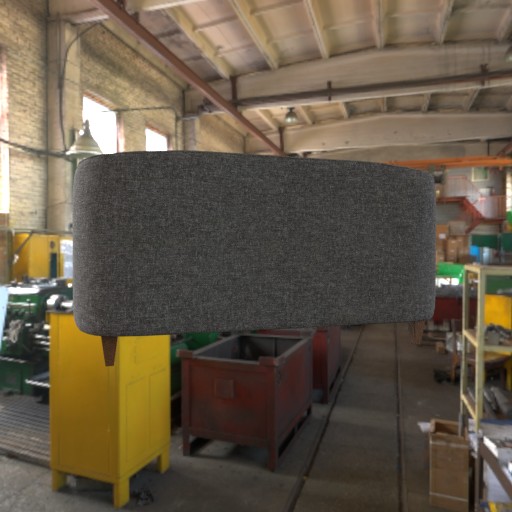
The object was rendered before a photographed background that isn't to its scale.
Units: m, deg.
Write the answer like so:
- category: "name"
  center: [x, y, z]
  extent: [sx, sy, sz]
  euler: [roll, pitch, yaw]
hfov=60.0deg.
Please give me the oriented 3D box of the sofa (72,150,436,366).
- category: "sofa"
  center: [0.000, 0.000, 2.294]
  extent: [1.733, 0.855, 0.941]
  euler: [0, 1, -16]
